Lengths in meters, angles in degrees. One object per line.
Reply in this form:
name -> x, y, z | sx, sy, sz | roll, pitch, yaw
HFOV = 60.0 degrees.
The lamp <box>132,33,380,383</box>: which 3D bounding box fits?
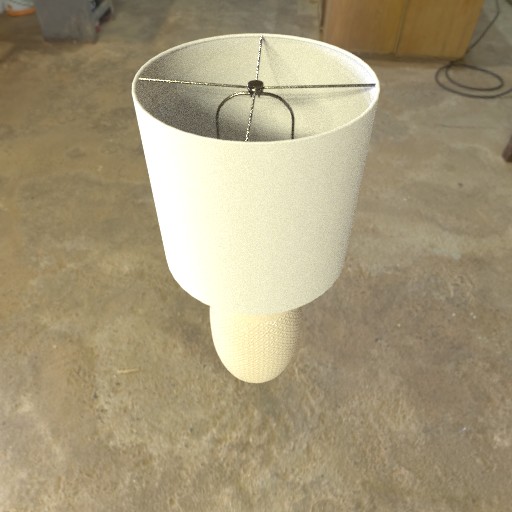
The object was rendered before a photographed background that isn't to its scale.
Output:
lamp -> 0.000, 0.000, 0.555 | 0.217, 0.453, 0.217 | 3, 46, 2
